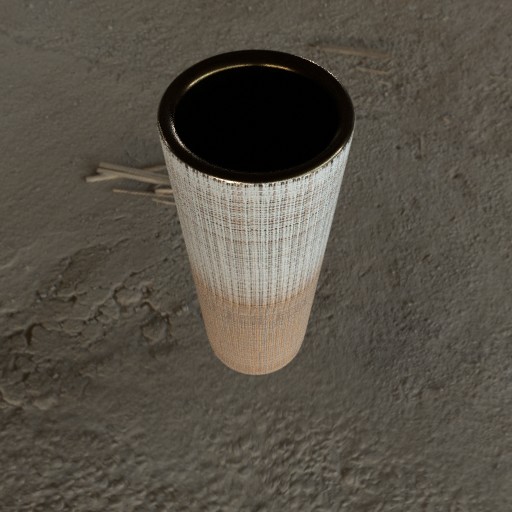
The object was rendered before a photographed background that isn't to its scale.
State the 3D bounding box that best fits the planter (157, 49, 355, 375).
[{"bbox_3d":[0.000,0.000,0.337,0.099,0.278,0.099,16,59,10],"label":"planter"}]
